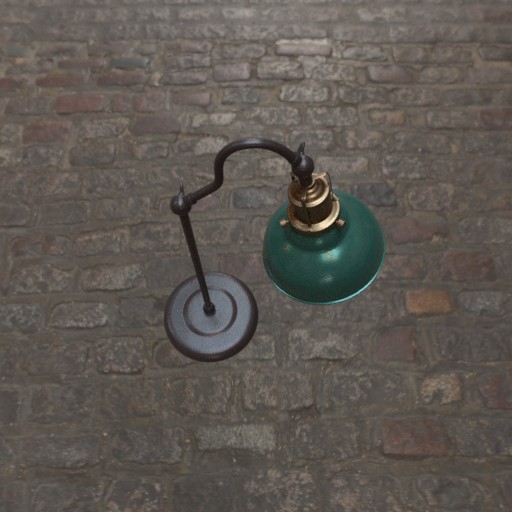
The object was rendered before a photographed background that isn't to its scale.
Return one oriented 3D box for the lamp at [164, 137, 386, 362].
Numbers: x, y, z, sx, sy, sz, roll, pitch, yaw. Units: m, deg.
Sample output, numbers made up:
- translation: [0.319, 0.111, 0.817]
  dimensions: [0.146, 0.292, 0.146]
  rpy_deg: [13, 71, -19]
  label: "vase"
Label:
- translation: [0.000, 0.000, 0.679]
  dimensions: [0.374, 0.508, 0.192]
  rpy_deg: [-1, 62, -1]
  label: "lamp"
